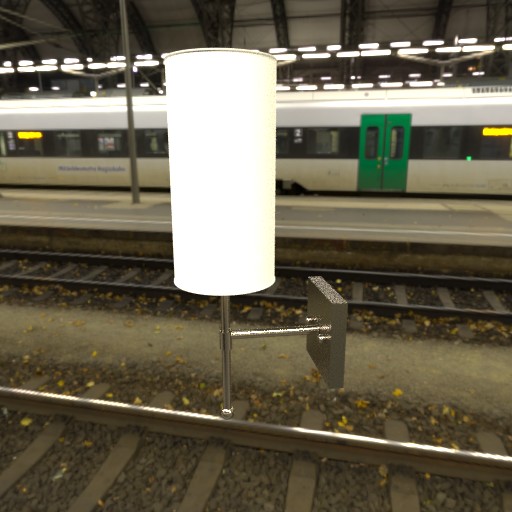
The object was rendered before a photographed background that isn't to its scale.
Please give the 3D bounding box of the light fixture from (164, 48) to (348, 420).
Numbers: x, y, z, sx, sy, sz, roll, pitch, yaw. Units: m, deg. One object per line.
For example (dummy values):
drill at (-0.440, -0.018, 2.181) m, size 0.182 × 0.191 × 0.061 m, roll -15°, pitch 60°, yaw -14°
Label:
light fixture at (0.000, 0.000, 0.565) m, size 0.208 × 0.462 × 0.128 m, roll -2°, pitch 14°, yaw -8°
